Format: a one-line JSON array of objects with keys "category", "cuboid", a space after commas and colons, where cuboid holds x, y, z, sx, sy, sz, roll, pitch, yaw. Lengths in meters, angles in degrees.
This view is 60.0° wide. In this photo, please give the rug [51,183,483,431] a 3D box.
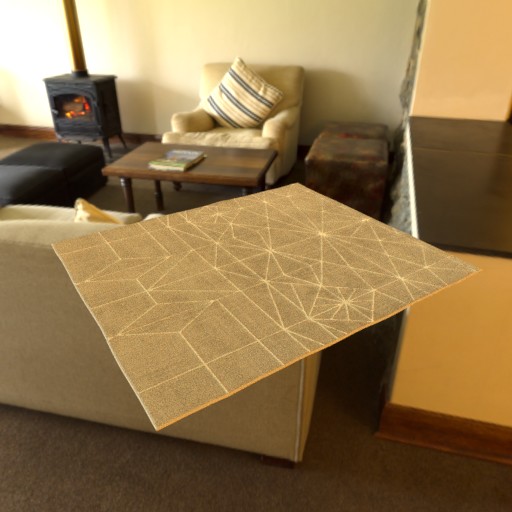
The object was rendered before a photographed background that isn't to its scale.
[{"category": "rug", "cuboid": [0.000, 0.000, 0.857, 0.639, 0.006, 0.548, -18, 34, -29]}]
